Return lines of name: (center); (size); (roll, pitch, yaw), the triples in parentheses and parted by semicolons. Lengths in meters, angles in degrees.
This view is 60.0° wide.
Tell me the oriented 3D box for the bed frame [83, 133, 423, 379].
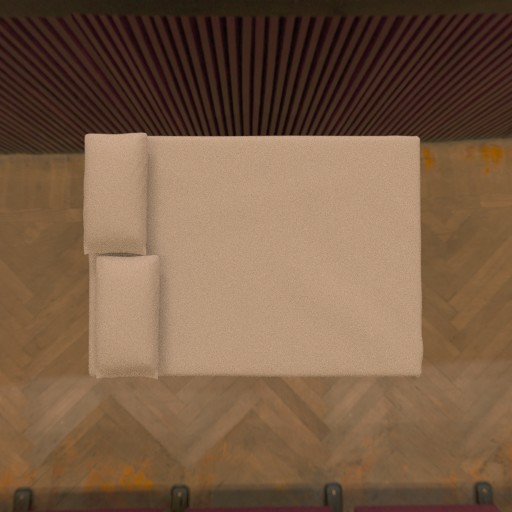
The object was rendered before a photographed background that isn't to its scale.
bed frame: (0.000, 0.000, 2.649); (1.950, 0.629, 1.450); (0, 89, -1)
